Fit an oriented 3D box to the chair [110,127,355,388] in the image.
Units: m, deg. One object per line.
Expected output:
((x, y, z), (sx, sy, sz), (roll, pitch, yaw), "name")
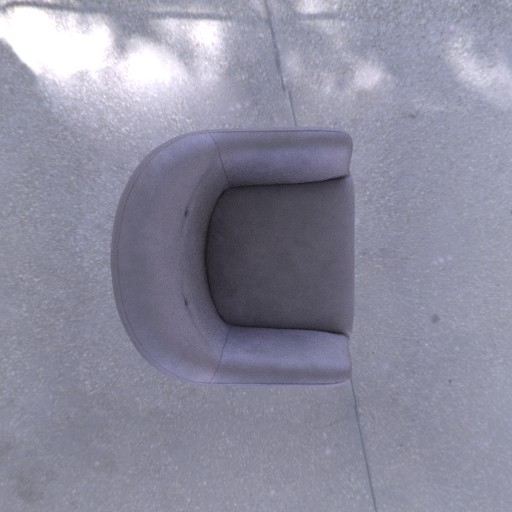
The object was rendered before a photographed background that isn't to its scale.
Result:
((0.000, 0.000, 1.188), (0.544, 0.781, 0.567), (0, 91, -1), "chair")
